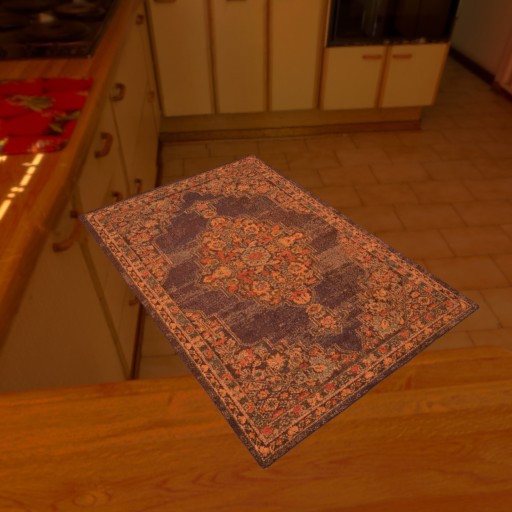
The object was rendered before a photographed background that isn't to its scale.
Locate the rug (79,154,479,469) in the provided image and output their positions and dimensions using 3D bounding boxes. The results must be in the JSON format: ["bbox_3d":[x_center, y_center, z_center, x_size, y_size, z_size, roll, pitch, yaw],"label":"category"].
[{"bbox_3d":[0.000,0.000,3.771,2.053,0.011,2.940,-26,47,-26],"label":"rug"}]
